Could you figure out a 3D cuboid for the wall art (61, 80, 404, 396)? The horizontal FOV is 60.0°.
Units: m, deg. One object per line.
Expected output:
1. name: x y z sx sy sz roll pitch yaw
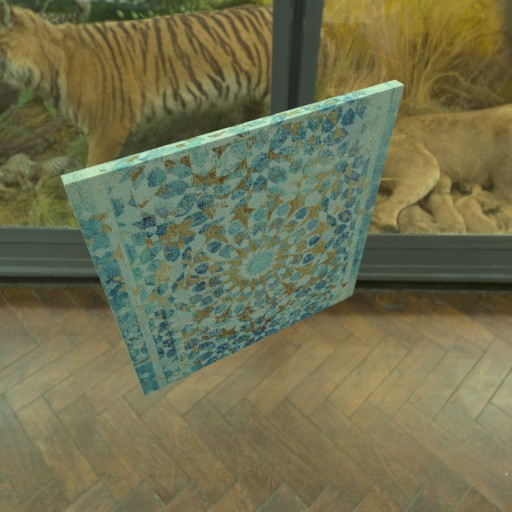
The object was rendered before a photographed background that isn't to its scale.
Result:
1. wall art: 0.000 0.000 1.398 0.916 0.916 0.040 -22 50 -20
